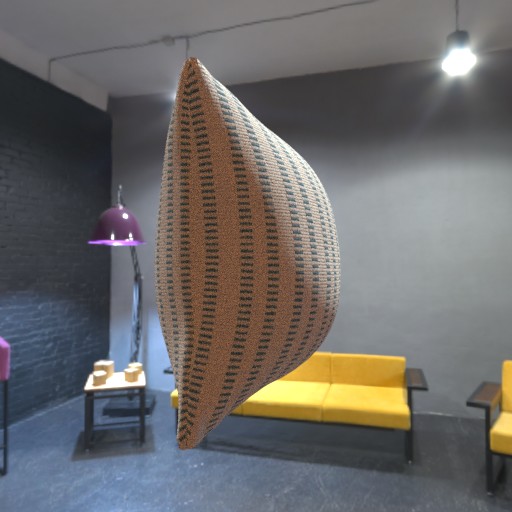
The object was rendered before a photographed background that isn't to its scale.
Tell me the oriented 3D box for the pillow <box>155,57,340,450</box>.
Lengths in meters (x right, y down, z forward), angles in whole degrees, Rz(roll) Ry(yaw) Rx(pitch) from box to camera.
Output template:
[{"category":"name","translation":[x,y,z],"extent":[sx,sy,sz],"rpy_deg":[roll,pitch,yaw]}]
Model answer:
[{"category":"pillow","translation":[0.000,0.000,0.669],"extent":[0.247,0.419,0.438],"rpy_deg":[0,-1,20]}]
